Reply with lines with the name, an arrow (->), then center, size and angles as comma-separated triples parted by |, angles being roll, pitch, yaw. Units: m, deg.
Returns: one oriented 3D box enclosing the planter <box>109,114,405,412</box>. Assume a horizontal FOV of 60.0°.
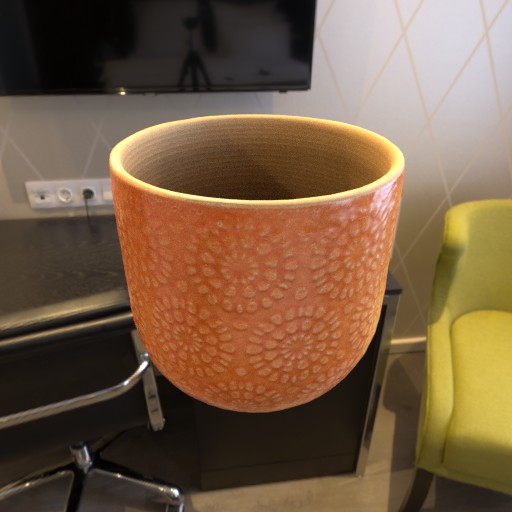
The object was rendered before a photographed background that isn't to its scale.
planter -> 0.000, 0.000, 0.288 | 0.170, 0.152, 0.170 | 0, 30, 0
